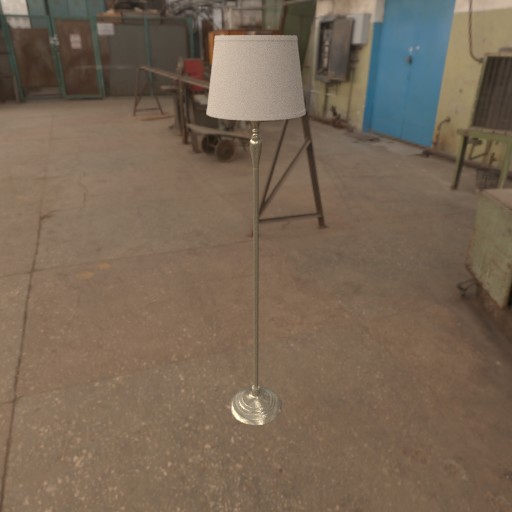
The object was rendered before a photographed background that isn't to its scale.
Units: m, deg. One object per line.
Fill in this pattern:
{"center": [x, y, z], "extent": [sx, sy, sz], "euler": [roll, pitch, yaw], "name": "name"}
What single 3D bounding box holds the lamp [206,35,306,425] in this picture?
{"center": [0.000, 0.000, 1.693], "extent": [0.327, 1.506, 0.327], "euler": [-8, 27, -17], "name": "lamp"}
